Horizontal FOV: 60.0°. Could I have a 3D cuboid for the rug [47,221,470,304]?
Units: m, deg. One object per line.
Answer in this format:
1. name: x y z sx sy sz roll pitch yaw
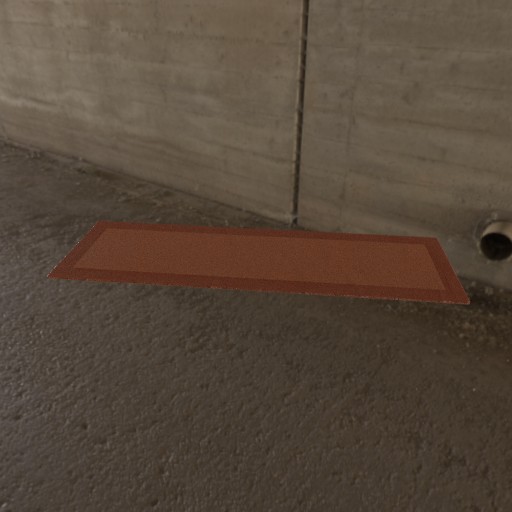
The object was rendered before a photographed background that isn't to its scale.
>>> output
1. rug: 0.000 0.000 2.840 2.471 0.013 0.914 1 31 2
